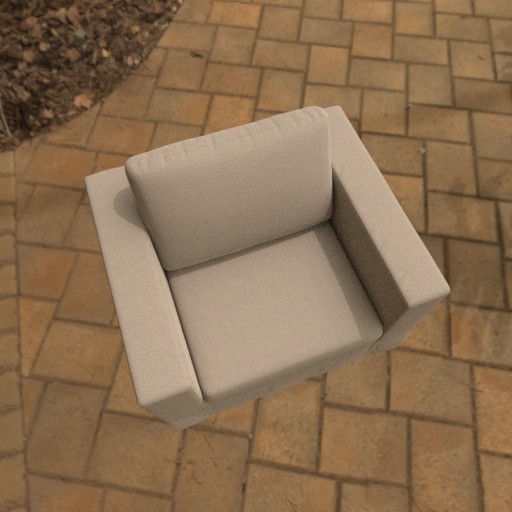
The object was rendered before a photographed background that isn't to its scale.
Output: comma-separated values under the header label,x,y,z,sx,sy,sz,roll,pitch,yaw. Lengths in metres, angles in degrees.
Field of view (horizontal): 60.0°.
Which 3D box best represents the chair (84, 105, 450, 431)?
label,x,y,z,sx,sy,sz,roll,pitch,yaw
chair,0.000,0.000,1.821,1.150,0.878,0.957,-18,65,-9
